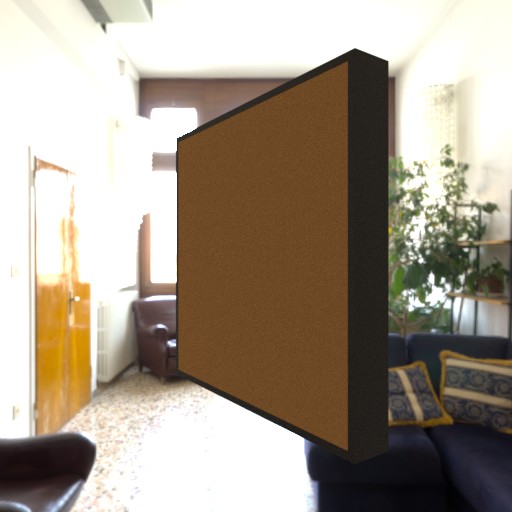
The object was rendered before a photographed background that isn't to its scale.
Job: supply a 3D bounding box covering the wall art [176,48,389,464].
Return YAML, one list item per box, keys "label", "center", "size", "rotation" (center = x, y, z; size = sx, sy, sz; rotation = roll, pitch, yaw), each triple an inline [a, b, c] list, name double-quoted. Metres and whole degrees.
- label: "wall art"
  center: [0.000, 0.000, 0.459]
  size: [0.038, 0.304, 0.304]
  rotation: [0, 0, -35]
